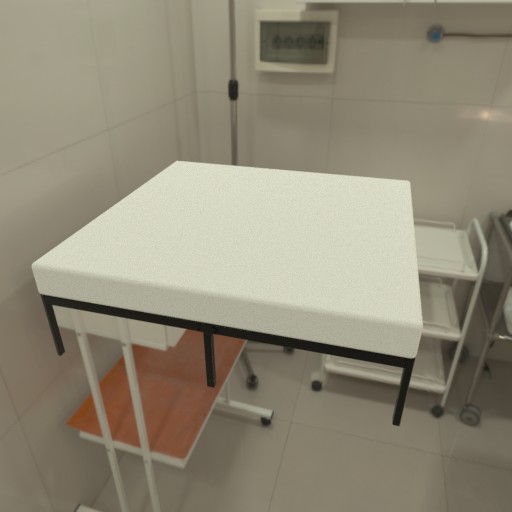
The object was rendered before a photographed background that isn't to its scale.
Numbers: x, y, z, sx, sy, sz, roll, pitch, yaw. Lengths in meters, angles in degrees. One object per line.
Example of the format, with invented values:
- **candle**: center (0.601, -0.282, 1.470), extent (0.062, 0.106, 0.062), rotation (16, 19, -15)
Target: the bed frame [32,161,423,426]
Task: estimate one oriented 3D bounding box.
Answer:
- **bed frame**: center (0.000, 0.000, 3.178), extent (2.079, 0.659, 1.963), rotation (8, 30, 13)
